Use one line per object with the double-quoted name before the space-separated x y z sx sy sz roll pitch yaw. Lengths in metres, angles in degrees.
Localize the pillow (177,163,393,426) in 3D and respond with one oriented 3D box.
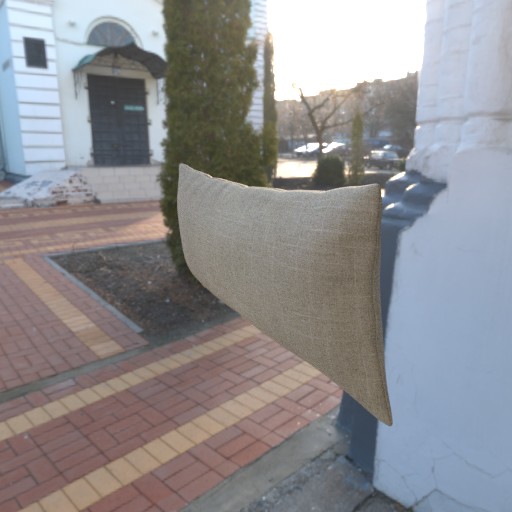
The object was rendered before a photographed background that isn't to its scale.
"pillow" 0.000 0.000 0.736 0.155 0.282 0.612 -7 16 -27
